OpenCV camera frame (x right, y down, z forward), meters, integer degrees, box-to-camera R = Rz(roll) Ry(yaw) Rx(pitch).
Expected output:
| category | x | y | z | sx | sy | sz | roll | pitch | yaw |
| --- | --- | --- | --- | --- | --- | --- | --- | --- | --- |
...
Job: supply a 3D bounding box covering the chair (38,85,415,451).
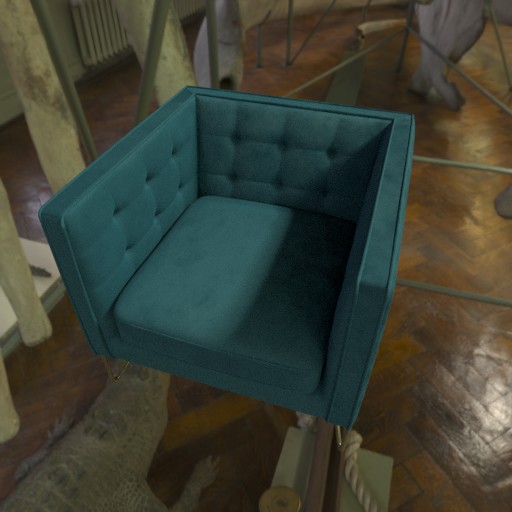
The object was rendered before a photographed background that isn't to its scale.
| category | x | y | z | sx | sy | sz | roll | pitch | yaw |
| --- | --- | --- | --- | --- | --- | --- | --- | --- | --- |
| chair | 0.000 | 0.000 | 1.535 | 0.880 | 0.790 | 0.894 | 12 | 43 | 14 |
